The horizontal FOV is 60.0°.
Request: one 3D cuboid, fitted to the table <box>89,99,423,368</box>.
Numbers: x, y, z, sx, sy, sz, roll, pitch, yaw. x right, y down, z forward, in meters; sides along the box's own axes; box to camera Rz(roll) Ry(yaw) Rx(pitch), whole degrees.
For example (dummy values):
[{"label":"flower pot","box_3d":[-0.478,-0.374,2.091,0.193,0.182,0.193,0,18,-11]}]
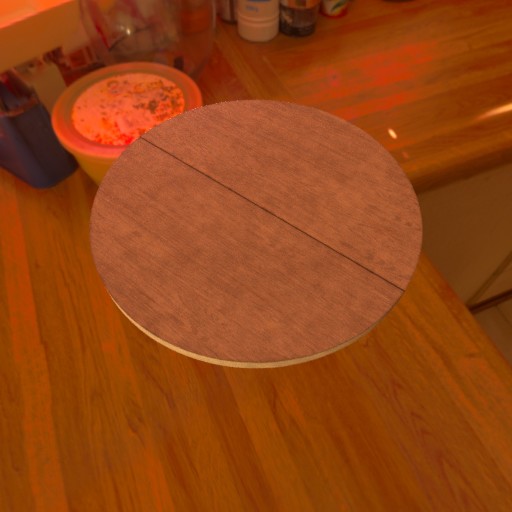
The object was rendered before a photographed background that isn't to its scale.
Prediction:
[{"label":"table","box_3d":[0.000,0.000,2.171,1.363,0.781,1.363,0,57,0]}]
